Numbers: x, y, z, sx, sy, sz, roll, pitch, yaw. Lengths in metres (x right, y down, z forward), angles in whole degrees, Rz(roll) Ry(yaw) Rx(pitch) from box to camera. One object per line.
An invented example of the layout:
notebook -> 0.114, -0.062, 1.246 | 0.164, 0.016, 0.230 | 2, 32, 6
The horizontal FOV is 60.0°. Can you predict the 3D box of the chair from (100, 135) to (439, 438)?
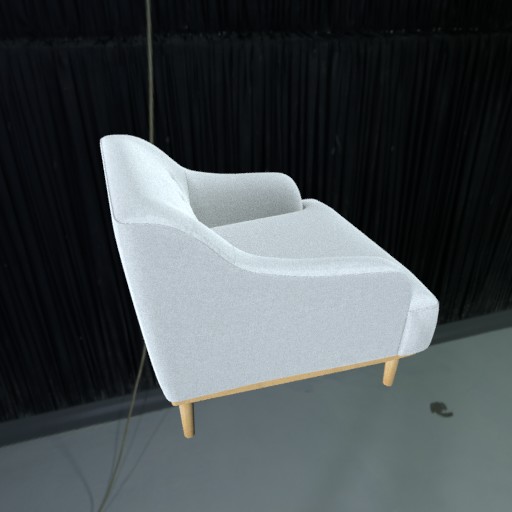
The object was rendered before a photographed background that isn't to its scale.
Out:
chair -> 0.000, 0.000, 1.635 | 0.951, 0.818, 0.946 | -10, 31, -17
